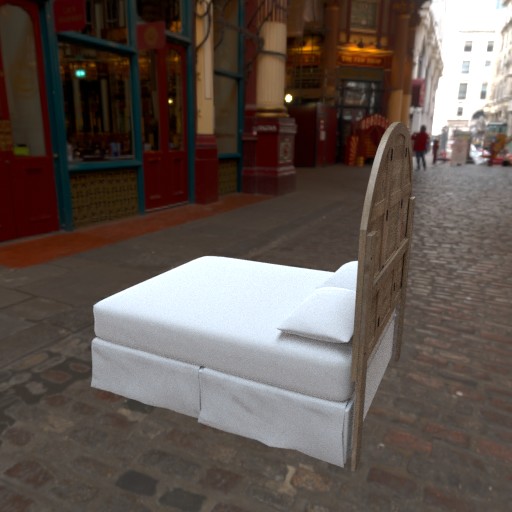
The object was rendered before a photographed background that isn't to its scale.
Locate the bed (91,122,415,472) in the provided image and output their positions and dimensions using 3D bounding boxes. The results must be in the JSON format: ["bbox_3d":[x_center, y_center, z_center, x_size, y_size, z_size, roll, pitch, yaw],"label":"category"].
[{"bbox_3d":[0.000,0.000,3.496,2.112,2.002,1.713,8,17,26],"label":"bed"}]
